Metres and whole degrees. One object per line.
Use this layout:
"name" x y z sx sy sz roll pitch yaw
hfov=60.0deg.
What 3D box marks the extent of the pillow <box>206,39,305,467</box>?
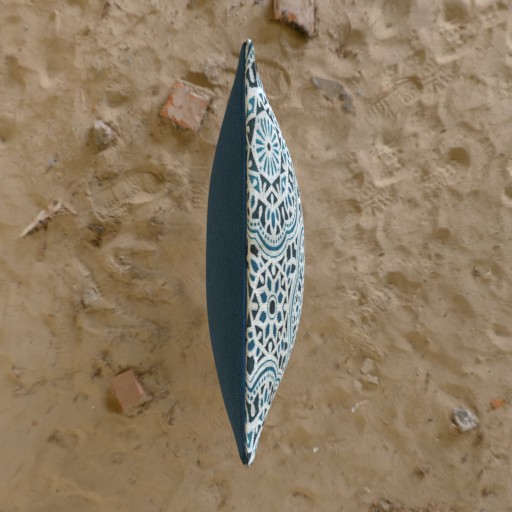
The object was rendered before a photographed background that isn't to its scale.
"pillow" 0.000 0.000 0.652 0.145 0.420 0.440 0 89 3
